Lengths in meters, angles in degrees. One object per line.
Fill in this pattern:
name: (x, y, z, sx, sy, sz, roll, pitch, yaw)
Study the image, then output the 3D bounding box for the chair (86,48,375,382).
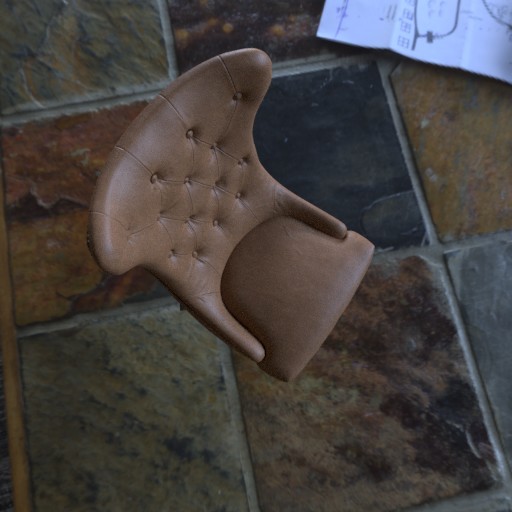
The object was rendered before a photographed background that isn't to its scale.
chair: (0.000, 0.000, 1.421, 0.669, 1.065, 0.611, 34, 78, 8)
